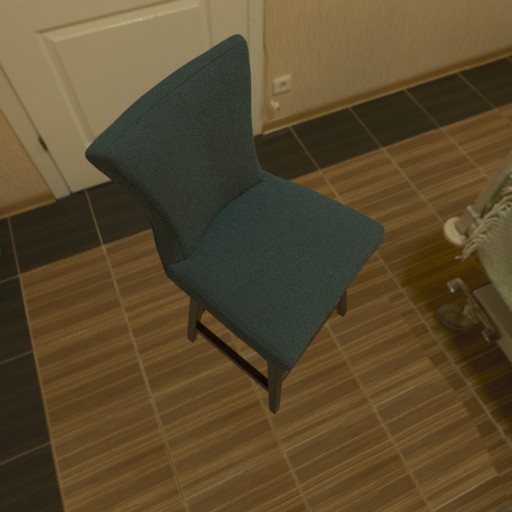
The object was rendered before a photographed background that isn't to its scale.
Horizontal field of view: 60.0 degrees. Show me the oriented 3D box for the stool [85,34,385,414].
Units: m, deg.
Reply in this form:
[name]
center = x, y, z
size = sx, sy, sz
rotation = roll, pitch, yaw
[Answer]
[stool]
center = 0.000, 0.000, 1.337
size = 0.574, 1.000, 0.514
rotation = 33, 64, 18
